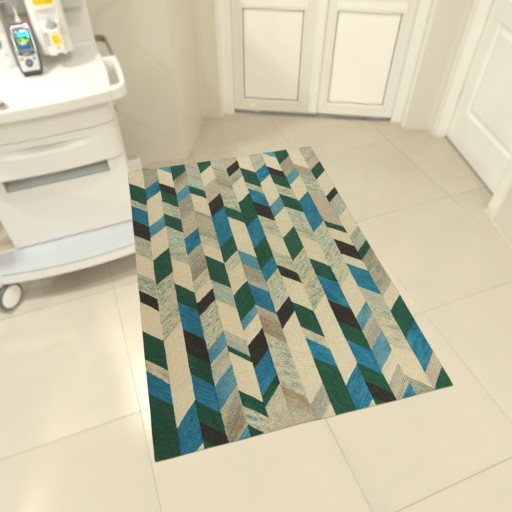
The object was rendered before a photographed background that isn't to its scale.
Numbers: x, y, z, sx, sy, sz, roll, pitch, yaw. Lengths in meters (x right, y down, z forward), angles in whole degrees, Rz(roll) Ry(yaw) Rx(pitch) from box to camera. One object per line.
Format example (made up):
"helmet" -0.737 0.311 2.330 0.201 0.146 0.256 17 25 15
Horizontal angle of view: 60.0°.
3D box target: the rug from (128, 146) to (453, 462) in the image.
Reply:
"rug" 0.000 0.000 2.319 1.229 0.005 1.827 -10 47 -10
